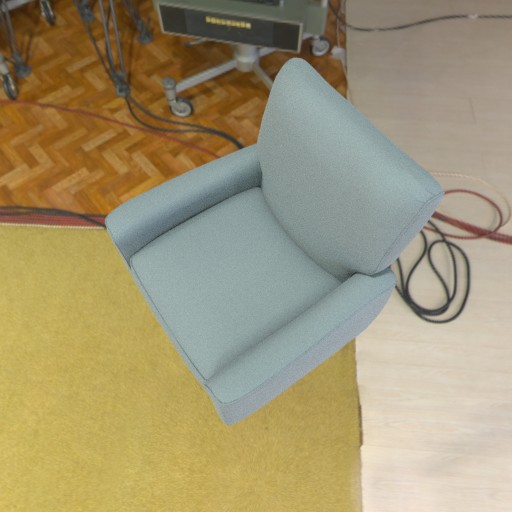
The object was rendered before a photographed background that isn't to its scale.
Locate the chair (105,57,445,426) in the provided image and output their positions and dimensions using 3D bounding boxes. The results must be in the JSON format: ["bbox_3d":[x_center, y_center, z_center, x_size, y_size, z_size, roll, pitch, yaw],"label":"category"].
[{"bbox_3d":[0.000,0.000,1.654,0.846,1.007,0.853,-32,67,-15],"label":"chair"}]
